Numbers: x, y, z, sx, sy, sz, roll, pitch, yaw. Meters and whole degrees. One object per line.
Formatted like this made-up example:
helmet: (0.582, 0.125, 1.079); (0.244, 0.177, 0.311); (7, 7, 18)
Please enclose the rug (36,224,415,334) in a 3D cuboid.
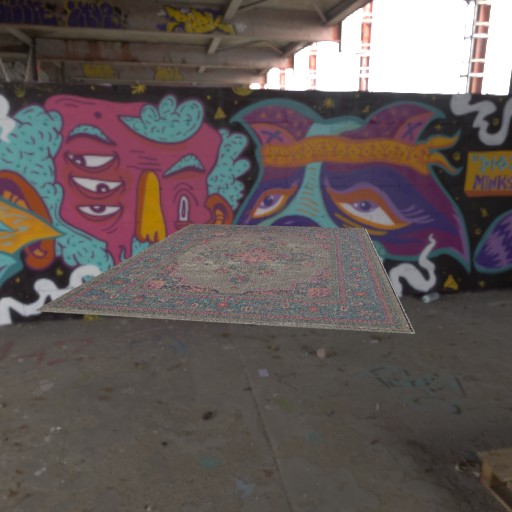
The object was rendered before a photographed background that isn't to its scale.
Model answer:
rug: (0.000, 0.000, 3.670); (2.005, 0.013, 2.890); (2, 14, 9)
